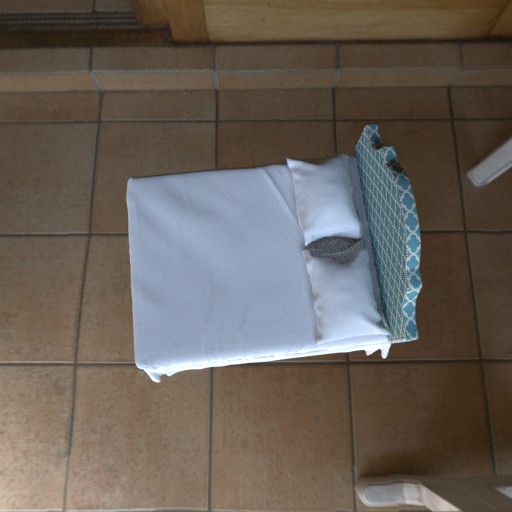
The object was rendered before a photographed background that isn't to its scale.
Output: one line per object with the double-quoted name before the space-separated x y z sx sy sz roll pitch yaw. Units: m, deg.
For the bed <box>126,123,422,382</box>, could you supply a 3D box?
"bed" 0.000 0.000 3.455 2.222 1.633 1.780 -6 76 -1
